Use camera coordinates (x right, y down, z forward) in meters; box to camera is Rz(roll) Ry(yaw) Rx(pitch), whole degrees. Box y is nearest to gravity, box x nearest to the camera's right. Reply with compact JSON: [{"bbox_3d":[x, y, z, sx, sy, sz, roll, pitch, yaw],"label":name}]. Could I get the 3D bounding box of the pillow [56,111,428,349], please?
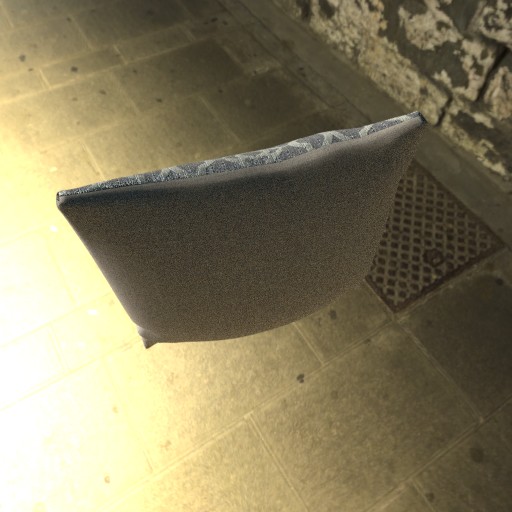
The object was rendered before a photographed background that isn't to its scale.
[{"bbox_3d":[0.000,0.000,0.782,0.508,0.498,0.215,-15,59,-9],"label":"pillow"}]
